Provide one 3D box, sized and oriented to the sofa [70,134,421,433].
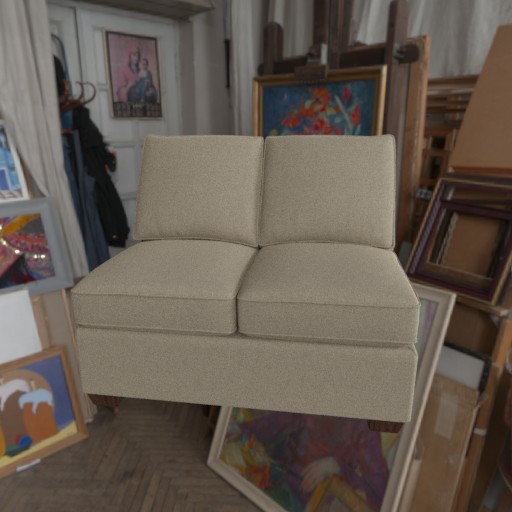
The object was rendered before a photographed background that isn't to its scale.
[{"bbox_3d":[0.000,0.000,1.916,1.237,1.008,0.951,2,16,8],"label":"sofa"}]
